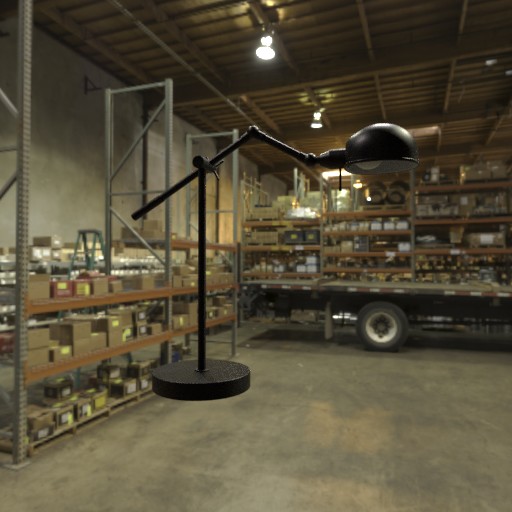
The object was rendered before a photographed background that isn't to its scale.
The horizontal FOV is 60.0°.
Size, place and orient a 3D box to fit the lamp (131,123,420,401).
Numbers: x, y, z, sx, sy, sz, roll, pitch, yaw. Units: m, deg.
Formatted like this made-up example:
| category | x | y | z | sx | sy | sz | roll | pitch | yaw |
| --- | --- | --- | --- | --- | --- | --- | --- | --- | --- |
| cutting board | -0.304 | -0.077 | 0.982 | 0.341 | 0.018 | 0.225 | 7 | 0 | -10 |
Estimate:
| category | x | y | z | sx | sy | sz | roll | pitch | yaw |
| --- | --- | --- | --- | --- | --- | --- | --- | --- | --- |
| lamp | 0.000 | 0.000 | 0.812 | 0.567 | 0.495 | 0.185 | 0 | -1 | 19 |
